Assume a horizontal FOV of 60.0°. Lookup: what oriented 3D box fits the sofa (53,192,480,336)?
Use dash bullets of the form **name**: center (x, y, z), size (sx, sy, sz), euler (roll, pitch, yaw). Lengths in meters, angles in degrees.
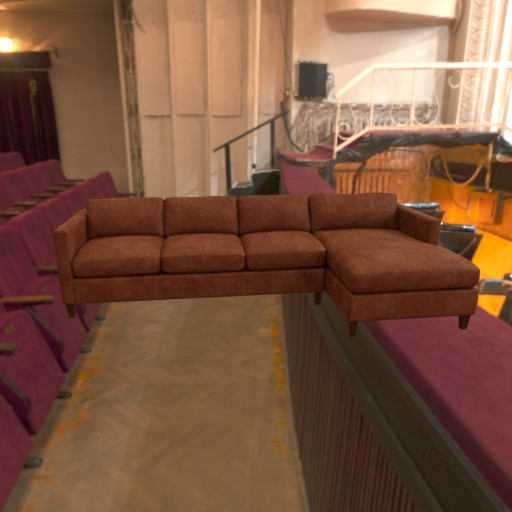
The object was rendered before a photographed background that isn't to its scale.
- **sofa**: center (0.000, 0.000, 3.827), size (3.203, 0.883, 1.581), euler (-2, 17, -7)
